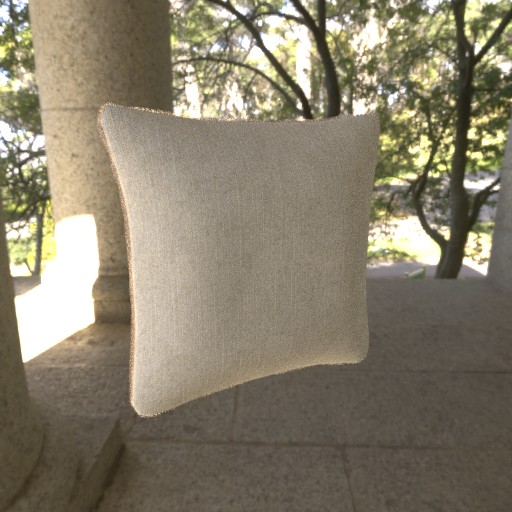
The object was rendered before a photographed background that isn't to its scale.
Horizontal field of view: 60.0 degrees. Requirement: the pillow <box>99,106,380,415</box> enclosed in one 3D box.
[{"bbox_3d":[0.000,0.000,0.829,0.538,0.525,0.216,-7,16,-27],"label":"pillow"}]
